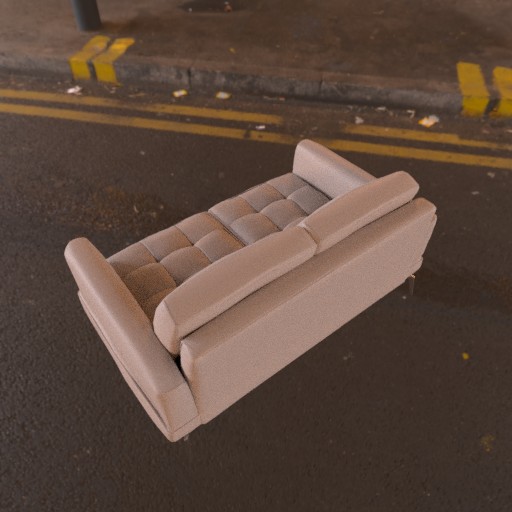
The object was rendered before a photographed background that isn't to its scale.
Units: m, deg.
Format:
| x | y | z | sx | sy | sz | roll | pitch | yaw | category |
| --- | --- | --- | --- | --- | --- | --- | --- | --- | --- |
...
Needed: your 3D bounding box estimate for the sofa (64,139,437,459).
| x | y | z | sx | sy | sz | roll | pitch | yaw | category |
| --- | --- | --- | --- | --- | --- | --- | --- | --- | --- |
| 0.000 | 0.000 | 2.499 | 1.819 | 0.930 | 1.121 | -29 | 52 | -26 | sofa |
